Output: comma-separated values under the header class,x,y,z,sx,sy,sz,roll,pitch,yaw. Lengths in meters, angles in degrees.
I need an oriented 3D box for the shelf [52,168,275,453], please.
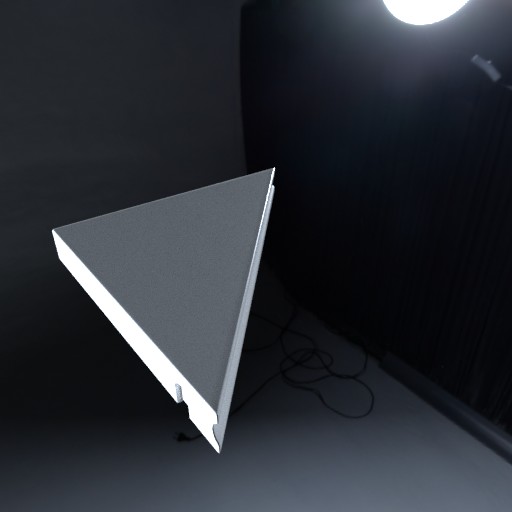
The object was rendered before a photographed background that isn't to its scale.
class,x,y,z,sx,sy,sz,roll,pitch,yaw
shelf,0.000,0.000,0.438,0.296,0.035,0.296,-22,37,-32
